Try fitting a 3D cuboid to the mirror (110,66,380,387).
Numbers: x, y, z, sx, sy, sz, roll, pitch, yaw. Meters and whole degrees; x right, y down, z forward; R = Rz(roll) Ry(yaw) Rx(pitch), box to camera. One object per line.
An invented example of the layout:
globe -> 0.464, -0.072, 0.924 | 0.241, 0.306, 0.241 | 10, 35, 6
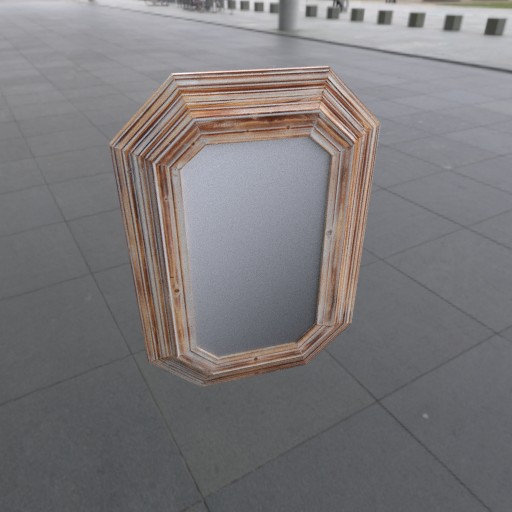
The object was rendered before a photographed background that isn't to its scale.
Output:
mirror -> 0.000, 0.000, 1.304 | 0.709, 1.015, 0.061 | -8, 33, -13
